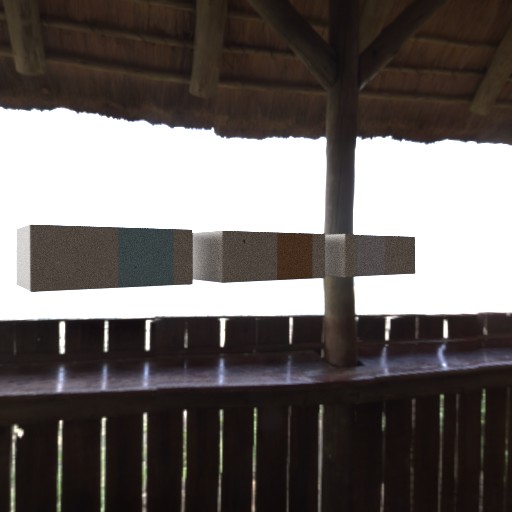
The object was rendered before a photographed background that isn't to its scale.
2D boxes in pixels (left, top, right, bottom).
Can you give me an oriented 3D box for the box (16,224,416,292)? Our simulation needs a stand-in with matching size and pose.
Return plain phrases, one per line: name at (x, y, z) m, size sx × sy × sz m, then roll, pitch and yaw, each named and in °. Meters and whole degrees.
box at (0.000, 0.000, 0.491) m, size 0.461 × 0.051 × 0.082 m, roll 0°, pitch 1°, yaw -35°
